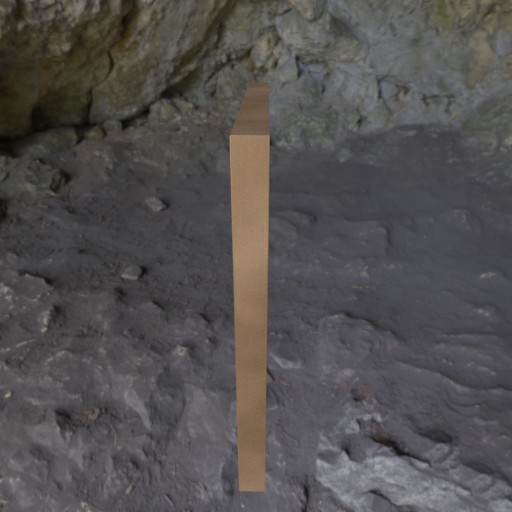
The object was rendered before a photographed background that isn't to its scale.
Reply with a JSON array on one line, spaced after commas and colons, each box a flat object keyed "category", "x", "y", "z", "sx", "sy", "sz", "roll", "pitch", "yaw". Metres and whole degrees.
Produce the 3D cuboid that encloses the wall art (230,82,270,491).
[{"category": "wall art", "x": 0.000, "y": 0.000, "z": 0.761, "sx": 0.038, "sy": 0.511, "sz": 0.513, "roll": 1, "pitch": 27, "yaw": 1}]
